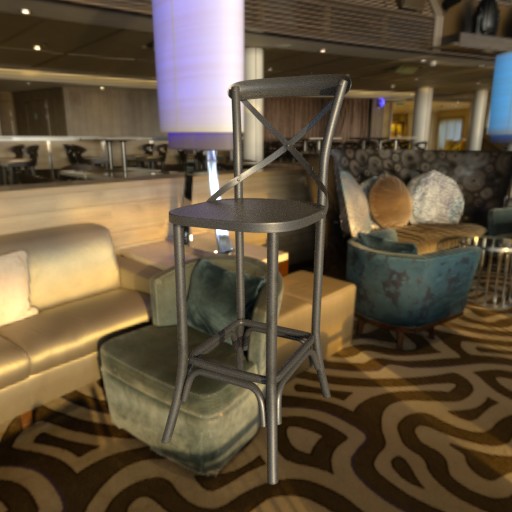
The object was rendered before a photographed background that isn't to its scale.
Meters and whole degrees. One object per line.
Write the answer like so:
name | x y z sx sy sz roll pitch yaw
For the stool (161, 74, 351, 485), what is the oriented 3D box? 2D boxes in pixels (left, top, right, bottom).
stool | 0.000 0.000 1.459 0.457 1.168 0.584 7 17 26
